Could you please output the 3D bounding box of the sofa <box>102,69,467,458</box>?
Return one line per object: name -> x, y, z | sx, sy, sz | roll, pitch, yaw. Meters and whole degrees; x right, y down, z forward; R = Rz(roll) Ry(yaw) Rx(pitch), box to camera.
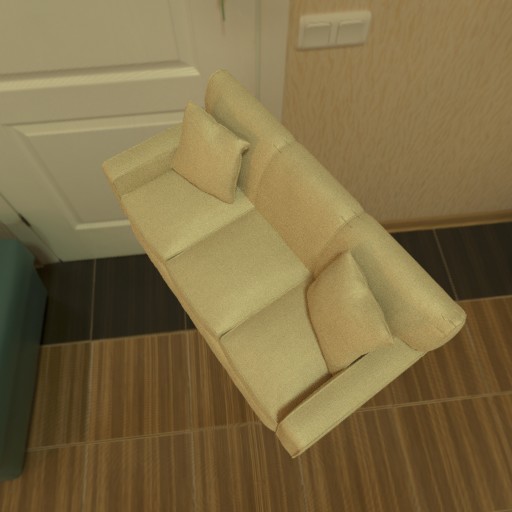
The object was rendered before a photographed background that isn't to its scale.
sofa -> 0.000, 0.000, 2.616 | 0.997, 0.958, 2.024 | -32, 67, -15
